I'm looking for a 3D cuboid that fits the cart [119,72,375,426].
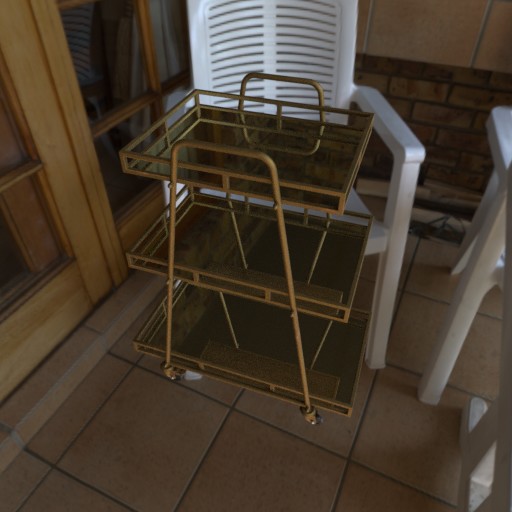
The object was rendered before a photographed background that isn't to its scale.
[{"bbox_3d":[0.000,0.000,1.268,0.711,0.883,0.441,13,43,14],"label":"cart"}]
